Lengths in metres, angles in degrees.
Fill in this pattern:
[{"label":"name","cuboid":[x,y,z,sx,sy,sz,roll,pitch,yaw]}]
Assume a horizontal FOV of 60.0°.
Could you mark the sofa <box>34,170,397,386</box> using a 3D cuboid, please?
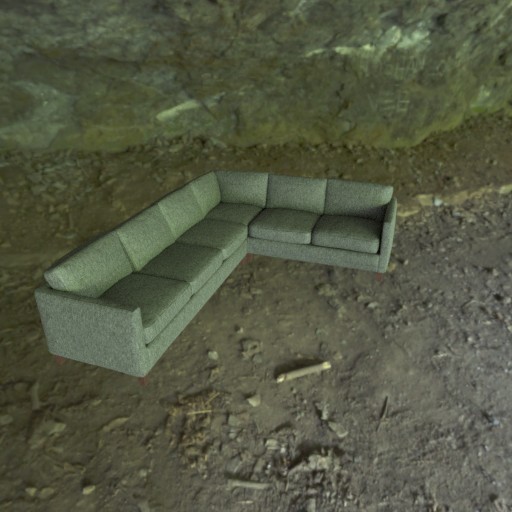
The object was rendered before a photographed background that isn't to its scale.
[{"label":"sofa","cuboid":[0.000,0.000,4.522,2.593,0.947,3.302,8,27,17]}]
